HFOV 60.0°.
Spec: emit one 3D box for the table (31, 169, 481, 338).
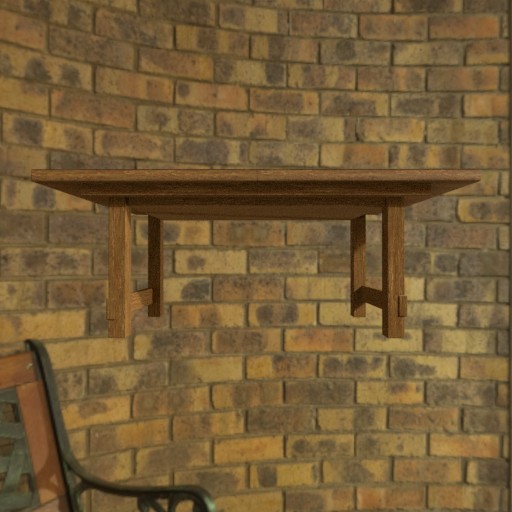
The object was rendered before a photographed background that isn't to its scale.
[{"bbox_3d":[0.000,0.000,2.445,1.982,0.762,1.000,0,0,0],"label":"table"}]
